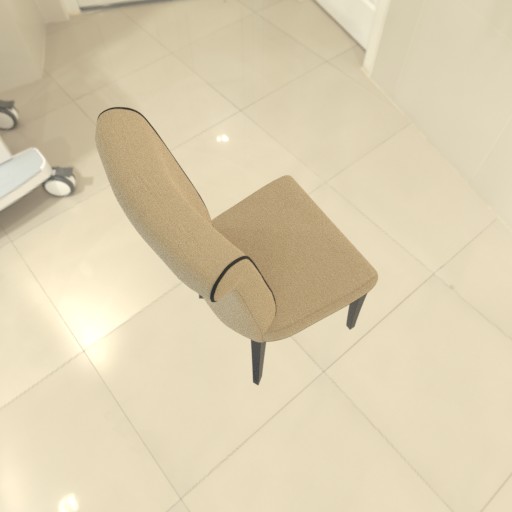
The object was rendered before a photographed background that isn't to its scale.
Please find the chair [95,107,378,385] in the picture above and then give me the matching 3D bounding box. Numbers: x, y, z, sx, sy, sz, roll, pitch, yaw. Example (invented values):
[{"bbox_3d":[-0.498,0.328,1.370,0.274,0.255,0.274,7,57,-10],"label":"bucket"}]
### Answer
[{"bbox_3d":[0.000,0.000,1.356,0.623,0.997,0.522,-29,63,-16],"label":"chair"}]
